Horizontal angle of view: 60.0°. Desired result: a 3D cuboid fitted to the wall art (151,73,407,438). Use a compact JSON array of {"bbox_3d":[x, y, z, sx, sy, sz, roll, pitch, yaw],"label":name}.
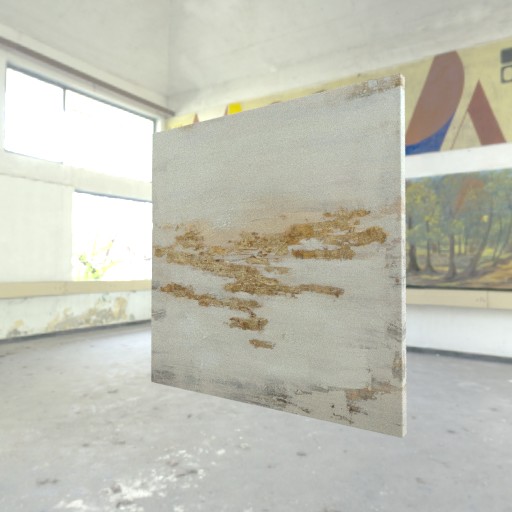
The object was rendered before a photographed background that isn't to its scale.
[{"bbox_3d":[0.000,0.000,1.540,1.015,1.018,0.040,-1,-1,35],"label":"wall art"}]
